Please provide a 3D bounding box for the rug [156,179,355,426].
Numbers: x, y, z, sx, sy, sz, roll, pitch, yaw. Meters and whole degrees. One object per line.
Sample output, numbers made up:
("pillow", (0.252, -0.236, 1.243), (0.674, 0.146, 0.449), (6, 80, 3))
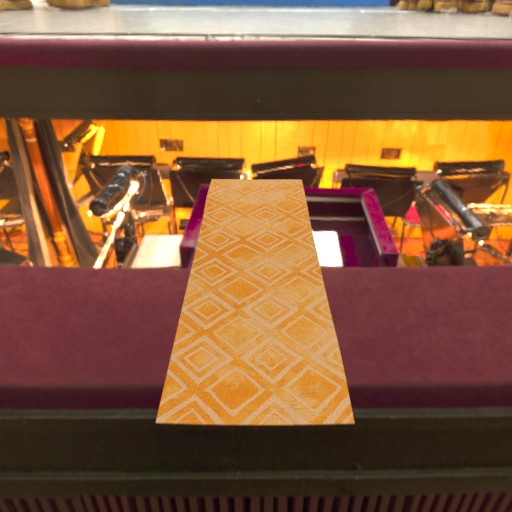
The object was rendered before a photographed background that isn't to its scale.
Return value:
("rug", (0.000, 0.000, 2.724), (0.775, 0.010, 2.438), (0, 32, 0))
